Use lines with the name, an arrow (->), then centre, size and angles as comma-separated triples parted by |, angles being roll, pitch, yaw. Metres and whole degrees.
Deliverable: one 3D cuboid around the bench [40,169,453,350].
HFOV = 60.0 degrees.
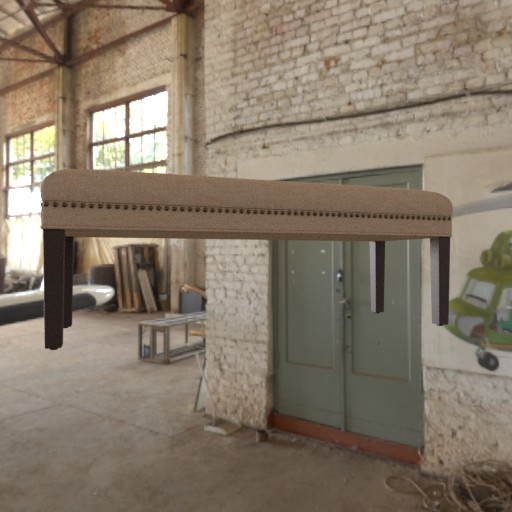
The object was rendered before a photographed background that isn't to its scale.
bench -> 0.000, 0.000, 1.433 | 1.219, 0.457, 0.410 | 0, 0, -19
